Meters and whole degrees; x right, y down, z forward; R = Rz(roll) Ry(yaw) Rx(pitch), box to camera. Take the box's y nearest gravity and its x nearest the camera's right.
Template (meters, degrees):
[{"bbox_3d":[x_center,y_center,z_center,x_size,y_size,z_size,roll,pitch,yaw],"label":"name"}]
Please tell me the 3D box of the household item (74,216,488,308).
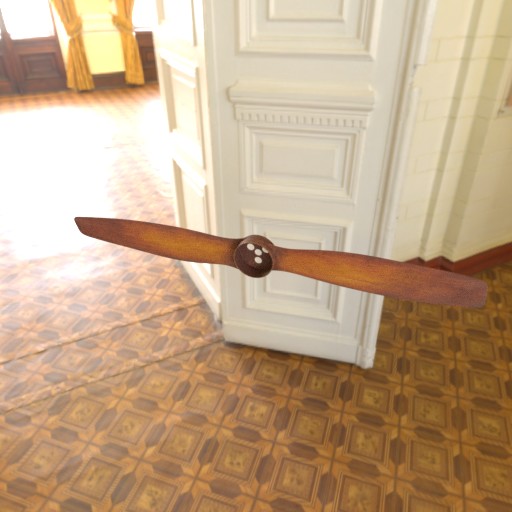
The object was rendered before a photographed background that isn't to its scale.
[{"bbox_3d":[0.000,0.000,1.234,1.181,0.121,0.051,10,34,15],"label":"household item"}]
